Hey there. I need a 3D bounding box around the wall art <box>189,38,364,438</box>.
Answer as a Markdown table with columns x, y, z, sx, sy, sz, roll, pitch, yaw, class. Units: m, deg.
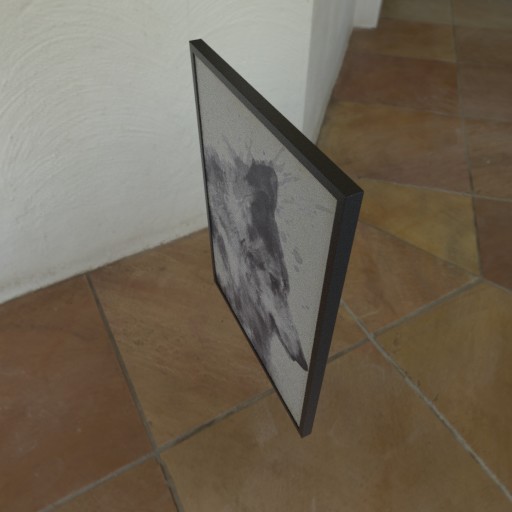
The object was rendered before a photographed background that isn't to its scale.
| x | y | z | sx | sy | sz | roll | pitch | yaw | class |
| --- | --- | --- | --- | --- | --- | --- | --- | --- | --- |
| 0.000 | 0.000 | 1.417 | 0.039 | 1.061 | 0.804 | -19 | 49 | -18 | wall art |
